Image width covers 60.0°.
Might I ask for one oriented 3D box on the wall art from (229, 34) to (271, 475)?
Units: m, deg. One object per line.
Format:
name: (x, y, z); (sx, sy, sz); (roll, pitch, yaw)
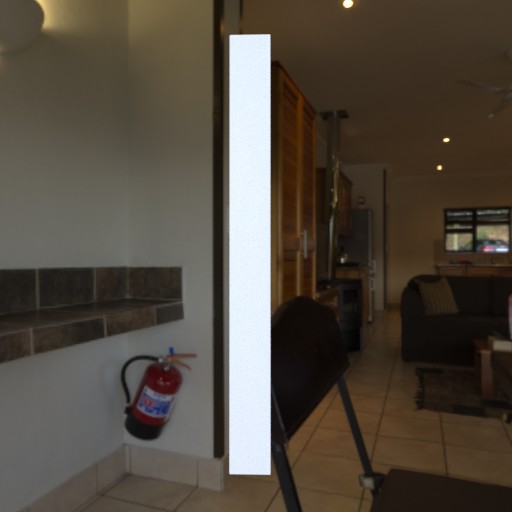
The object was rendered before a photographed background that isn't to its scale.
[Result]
wall art: (0.000, 0.000, 0.612); (0.038, 0.406, 0.406); (0, -1, 2)
